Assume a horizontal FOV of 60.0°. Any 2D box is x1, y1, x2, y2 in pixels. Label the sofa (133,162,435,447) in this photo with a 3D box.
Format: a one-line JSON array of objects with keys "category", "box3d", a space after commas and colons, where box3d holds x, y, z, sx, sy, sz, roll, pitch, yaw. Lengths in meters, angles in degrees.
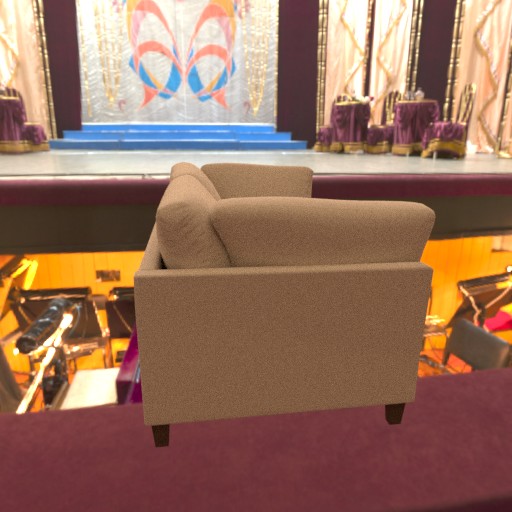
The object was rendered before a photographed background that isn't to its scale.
[{"category": "sofa", "box3d": [0.000, 0.000, 2.224, 0.970, 0.836, 1.776, -2, 16, -8]}]
